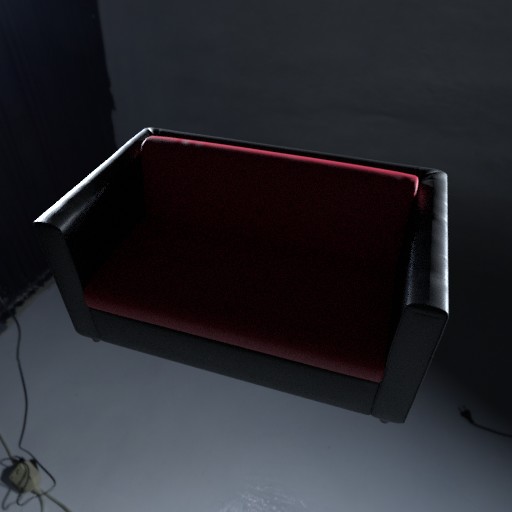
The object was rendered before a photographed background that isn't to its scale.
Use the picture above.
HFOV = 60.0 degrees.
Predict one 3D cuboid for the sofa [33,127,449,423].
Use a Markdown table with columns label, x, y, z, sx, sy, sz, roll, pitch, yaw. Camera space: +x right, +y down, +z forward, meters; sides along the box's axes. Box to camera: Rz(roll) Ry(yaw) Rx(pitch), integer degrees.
| label | x | y | z | sx | sy | sz | roll | pitch | yaw |
| --- | --- | --- | --- | --- | --- | --- | --- | --- | --- |
| sofa | 0.000 | 0.000 | 1.896 | 1.410 | 0.735 | 0.845 | 12 | 42 | 14 |
